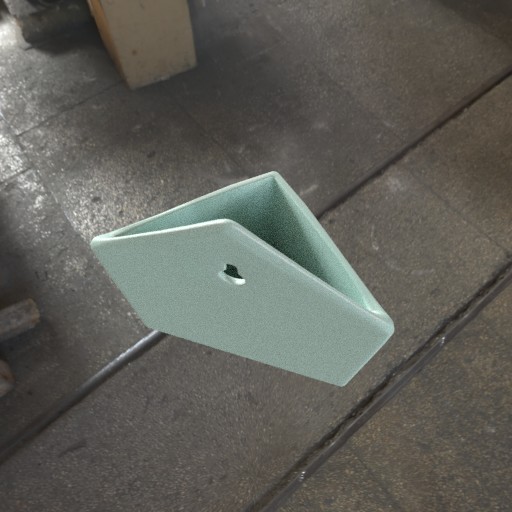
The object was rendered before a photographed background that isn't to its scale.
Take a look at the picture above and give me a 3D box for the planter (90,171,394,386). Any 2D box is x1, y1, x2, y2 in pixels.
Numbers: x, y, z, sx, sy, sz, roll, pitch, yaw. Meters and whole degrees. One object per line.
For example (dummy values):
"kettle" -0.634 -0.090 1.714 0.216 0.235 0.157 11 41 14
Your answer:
"planter" 0.000 0.000 0.273 0.164 0.197 0.079 15 64 8
